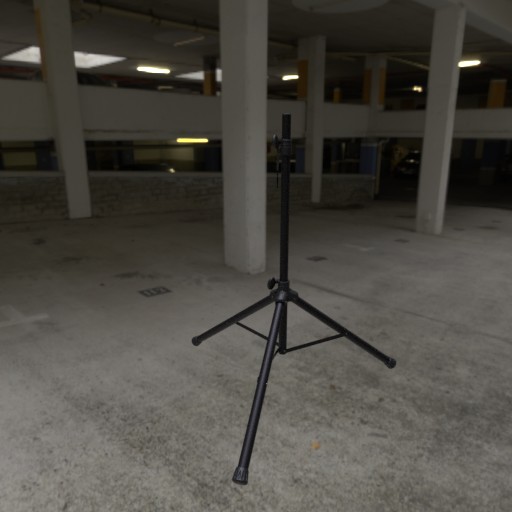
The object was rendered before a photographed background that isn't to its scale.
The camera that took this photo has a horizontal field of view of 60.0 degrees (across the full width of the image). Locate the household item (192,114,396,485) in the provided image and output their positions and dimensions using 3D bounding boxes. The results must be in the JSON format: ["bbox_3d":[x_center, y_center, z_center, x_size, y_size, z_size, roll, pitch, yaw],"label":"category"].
[{"bbox_3d":[0.000,0.000,1.873,0.907,1.136,1.045,15,21,43],"label":"household item"}]
